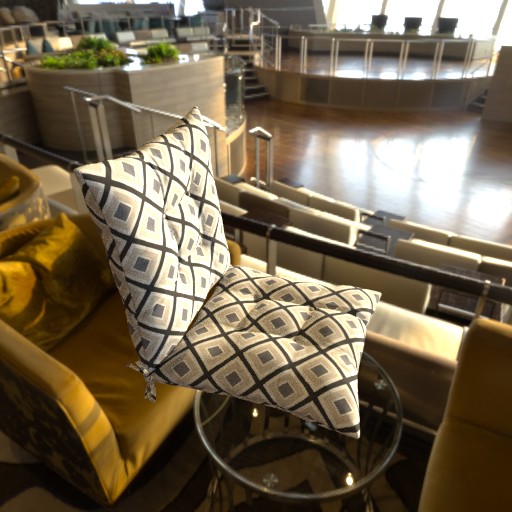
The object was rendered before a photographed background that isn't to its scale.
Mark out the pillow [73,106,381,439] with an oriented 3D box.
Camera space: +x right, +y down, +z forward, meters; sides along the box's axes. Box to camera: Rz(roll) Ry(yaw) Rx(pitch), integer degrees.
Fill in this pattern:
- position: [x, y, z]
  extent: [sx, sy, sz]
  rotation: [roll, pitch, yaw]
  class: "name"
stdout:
- position: [0.000, 0.000, 1.021]
  extent: [0.585, 0.536, 0.541]
  rotation: [9, 32, 15]
  class: "pillow"
